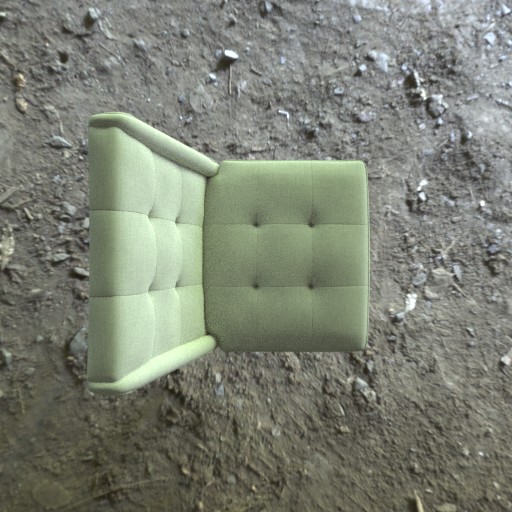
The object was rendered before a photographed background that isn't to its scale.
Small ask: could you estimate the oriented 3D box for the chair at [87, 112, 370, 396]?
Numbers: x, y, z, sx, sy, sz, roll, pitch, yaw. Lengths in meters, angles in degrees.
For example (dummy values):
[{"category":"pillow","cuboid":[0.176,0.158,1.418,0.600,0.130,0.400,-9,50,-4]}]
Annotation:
[{"category":"chair","cuboid":[0.000,0.000,1.283,0.676,0.853,0.569,0,90,-1]}]
